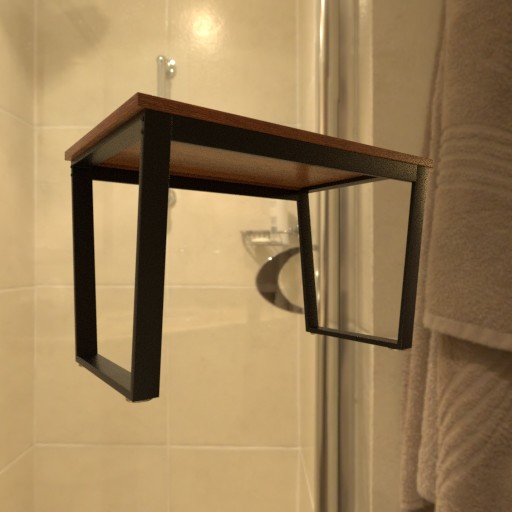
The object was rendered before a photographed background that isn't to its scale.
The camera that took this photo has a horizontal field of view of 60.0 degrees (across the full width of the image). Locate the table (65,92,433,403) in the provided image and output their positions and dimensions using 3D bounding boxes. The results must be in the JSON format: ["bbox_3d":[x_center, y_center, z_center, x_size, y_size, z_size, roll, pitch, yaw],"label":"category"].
[{"bbox_3d":[0.000,0.000,1.677,1.205,0.760,0.714,0,-1,-36],"label":"table"}]
